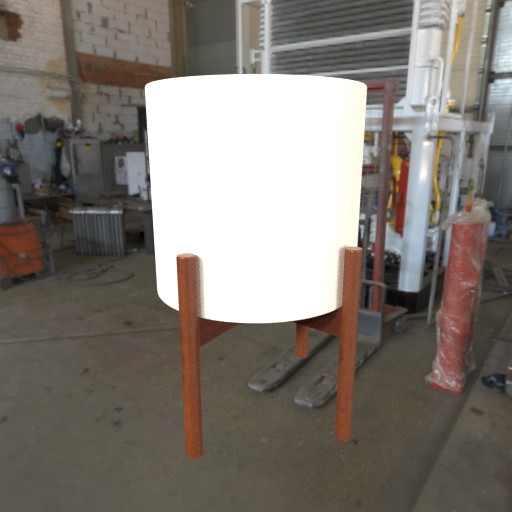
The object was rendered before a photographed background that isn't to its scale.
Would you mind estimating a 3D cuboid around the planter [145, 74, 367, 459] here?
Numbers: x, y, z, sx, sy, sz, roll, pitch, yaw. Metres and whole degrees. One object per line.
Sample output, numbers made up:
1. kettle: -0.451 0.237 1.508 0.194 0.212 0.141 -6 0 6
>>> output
1. planter: 0.000 0.000 0.944 0.417 0.670 0.417 -2 15 -8
